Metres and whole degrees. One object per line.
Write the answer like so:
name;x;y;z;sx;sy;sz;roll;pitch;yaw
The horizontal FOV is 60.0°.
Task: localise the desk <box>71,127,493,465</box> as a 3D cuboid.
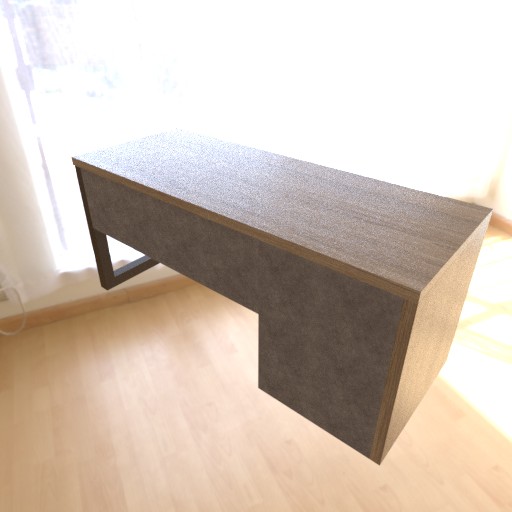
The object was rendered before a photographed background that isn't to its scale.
desk;0.000;0.000;2.054;1.700;0.760;0.690;23;38;33
